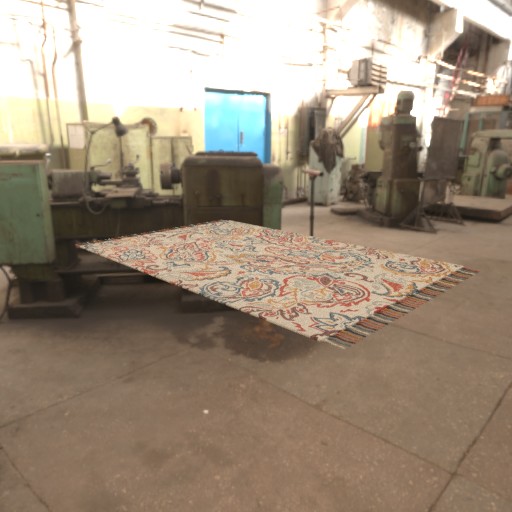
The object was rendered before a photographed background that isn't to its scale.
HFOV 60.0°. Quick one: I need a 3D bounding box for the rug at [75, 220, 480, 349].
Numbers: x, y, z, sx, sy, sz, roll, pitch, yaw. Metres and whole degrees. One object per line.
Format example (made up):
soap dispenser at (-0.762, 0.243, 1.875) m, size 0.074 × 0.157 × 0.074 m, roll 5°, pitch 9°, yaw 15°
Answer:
rug at (0.000, 0.000, 2.492) m, size 1.997 × 0.010 × 1.218 m, roll 15°, pitch 21°, yaw 43°
